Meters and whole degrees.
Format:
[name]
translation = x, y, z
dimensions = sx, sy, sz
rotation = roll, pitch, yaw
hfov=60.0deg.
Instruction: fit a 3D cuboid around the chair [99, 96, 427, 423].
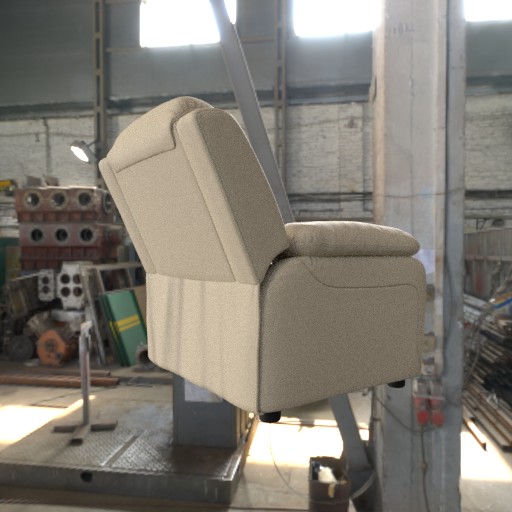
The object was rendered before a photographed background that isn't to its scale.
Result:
[chair]
translation = 0.000, 0.000, 1.240
dimensions = 0.709, 0.702, 0.680
rotation = -1, 1, -36
